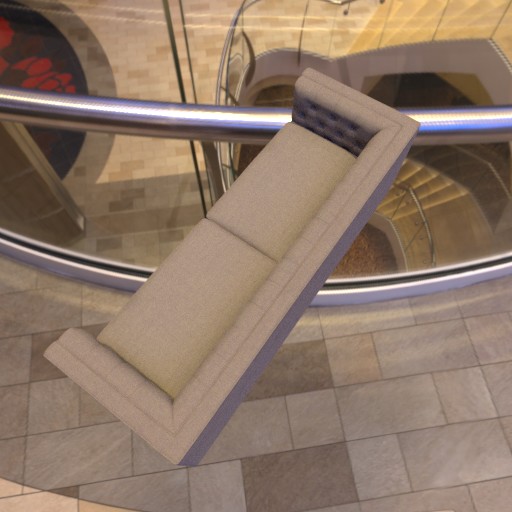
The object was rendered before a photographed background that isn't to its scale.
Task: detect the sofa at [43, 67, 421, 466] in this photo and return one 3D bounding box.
[{"bbox_3d":[0.000,0.000,2.558,0.775,0.762,2.159,33,69,15],"label":"sofa"}]
